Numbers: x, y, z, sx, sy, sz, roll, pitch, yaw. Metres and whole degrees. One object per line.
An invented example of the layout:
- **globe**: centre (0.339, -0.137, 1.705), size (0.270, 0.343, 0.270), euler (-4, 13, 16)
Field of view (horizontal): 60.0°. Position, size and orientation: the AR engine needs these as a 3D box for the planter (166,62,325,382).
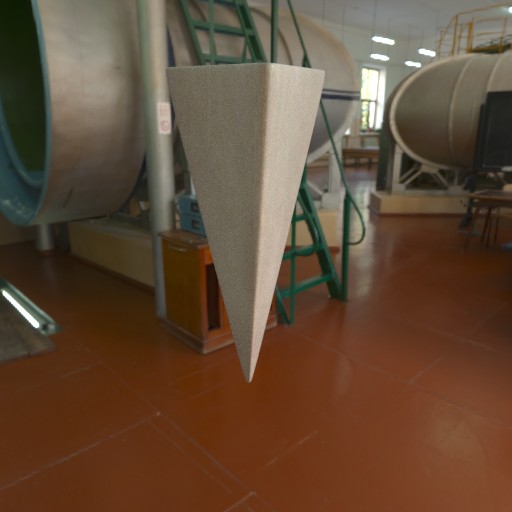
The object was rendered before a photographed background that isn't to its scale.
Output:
- **planter**: centre (0.000, 0.000, 0.276), size (0.101, 0.224, 0.081), euler (-2, 16, -8)
